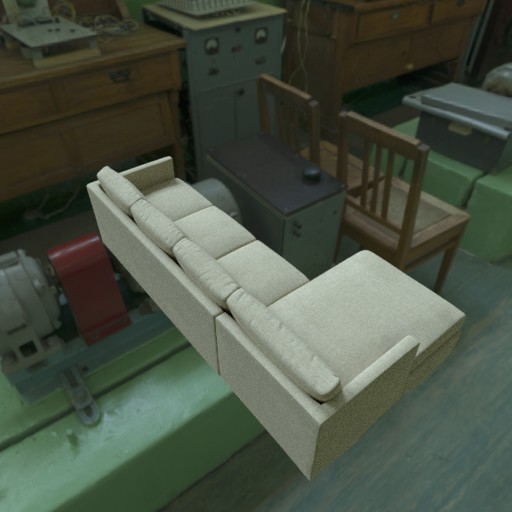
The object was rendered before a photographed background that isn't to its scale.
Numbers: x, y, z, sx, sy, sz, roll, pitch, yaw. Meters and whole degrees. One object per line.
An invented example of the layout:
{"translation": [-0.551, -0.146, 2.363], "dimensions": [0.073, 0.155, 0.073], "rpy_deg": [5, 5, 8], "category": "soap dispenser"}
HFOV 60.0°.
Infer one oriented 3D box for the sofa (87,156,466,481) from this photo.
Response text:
{"translation": [0.000, 0.000, 3.903], "dimensions": [1.650, 0.922, 3.205], "rpy_deg": [-28, 48, -28], "category": "sofa"}
